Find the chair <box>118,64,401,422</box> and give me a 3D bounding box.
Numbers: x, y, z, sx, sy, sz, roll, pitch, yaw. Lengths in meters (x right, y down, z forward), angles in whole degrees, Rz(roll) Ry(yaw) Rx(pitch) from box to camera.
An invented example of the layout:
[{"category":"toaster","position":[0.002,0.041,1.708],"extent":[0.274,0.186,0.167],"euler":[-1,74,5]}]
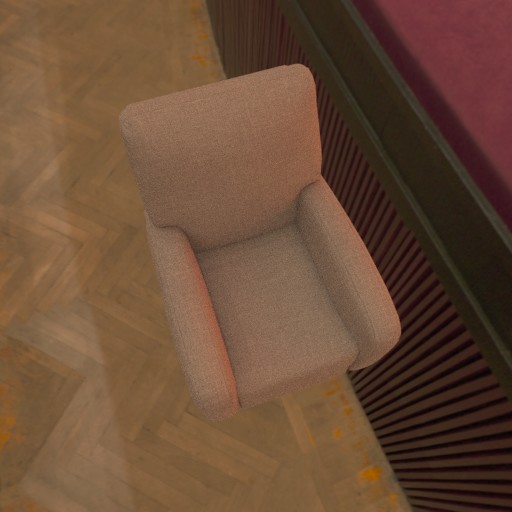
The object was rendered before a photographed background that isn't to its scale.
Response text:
[{"category":"chair","position":[0.000,0.000,1.686],"extent":[0.762,0.990,0.990],"euler":[-18,65,-8]}]
